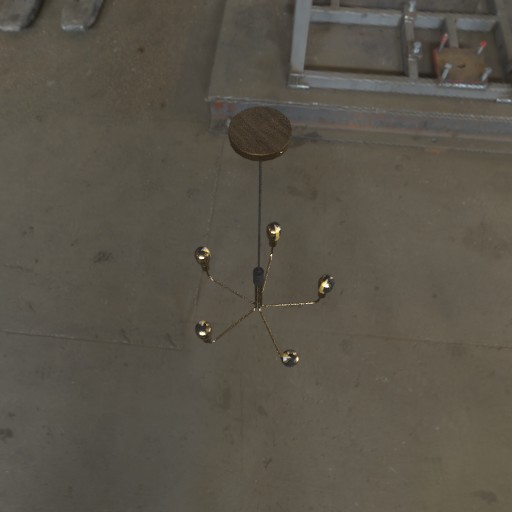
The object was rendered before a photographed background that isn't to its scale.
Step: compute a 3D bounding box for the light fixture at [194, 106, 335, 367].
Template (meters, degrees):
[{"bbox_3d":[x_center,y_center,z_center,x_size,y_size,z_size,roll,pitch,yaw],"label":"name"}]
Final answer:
[{"bbox_3d":[0.000,0.000,1.389,0.532,1.059,0.588,-37,69,-17],"label":"light fixture"}]
